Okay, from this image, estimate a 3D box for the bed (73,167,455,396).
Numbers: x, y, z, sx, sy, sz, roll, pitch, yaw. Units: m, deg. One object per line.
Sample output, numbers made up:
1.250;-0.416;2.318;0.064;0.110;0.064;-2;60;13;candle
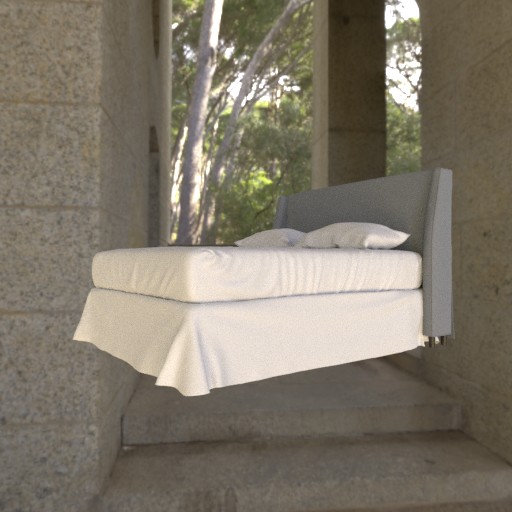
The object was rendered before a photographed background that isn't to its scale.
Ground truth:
0.000;0.000;3.400;2.276;1.332;1.925;0;-1;-36;bed
